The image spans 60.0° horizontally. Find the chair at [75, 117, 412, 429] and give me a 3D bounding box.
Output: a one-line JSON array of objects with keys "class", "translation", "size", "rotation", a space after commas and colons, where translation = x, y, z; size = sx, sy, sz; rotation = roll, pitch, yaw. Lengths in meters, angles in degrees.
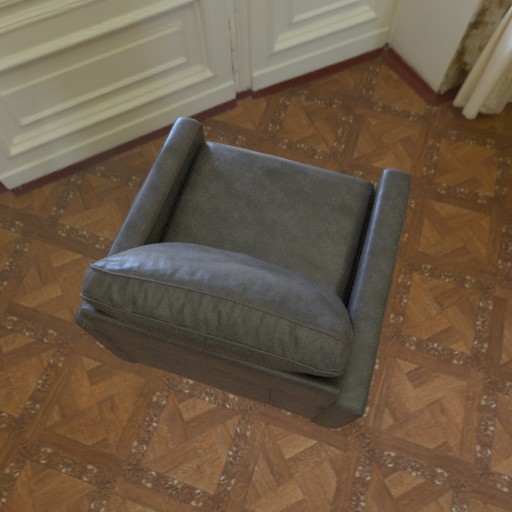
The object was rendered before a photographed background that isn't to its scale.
[{"class": "chair", "translation": [0.000, 0.000, 1.688], "size": [1.006, 0.916, 0.939], "rotation": [16, 65, 8]}]
